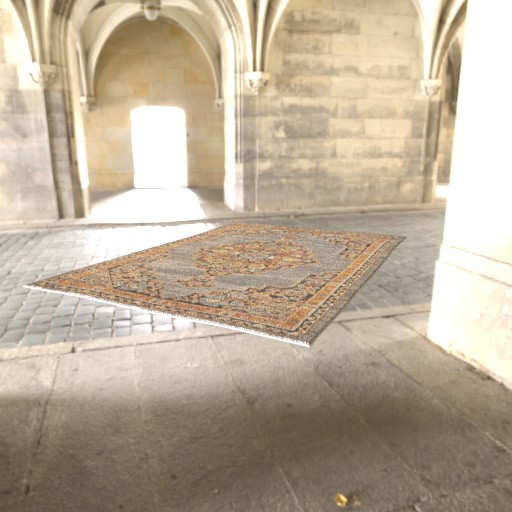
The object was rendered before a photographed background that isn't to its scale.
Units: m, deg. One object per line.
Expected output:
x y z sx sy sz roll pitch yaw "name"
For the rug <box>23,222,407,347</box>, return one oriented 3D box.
0.000 0.000 3.979 2.158 0.024 3.063 7 15 26 "rug"
